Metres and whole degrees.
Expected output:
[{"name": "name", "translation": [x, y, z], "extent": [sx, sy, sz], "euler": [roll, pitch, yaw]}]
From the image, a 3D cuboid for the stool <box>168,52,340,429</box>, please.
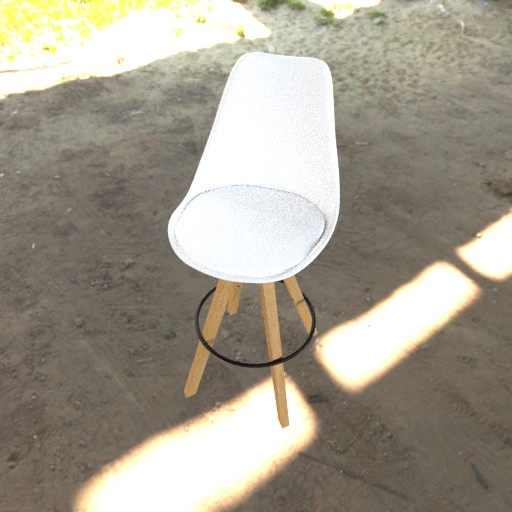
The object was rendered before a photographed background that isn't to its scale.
[{"name": "stool", "translation": [0.000, 0.000, 1.458], "extent": [0.482, 1.115, 0.549], "euler": [13, 43, 14]}]
